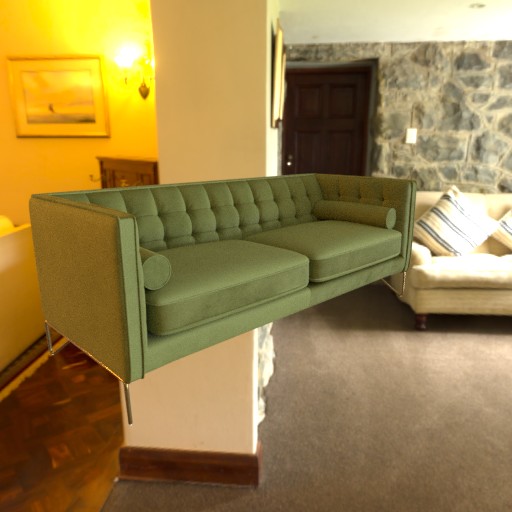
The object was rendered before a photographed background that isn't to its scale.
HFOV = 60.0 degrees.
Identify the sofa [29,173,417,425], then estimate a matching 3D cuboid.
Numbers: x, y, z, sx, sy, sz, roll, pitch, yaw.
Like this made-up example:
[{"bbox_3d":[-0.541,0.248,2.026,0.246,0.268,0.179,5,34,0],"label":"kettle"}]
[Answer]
[{"bbox_3d":[0.000,0.000,2.491,2.087,0.789,0.867,-14,20,-43],"label":"sofa"}]
